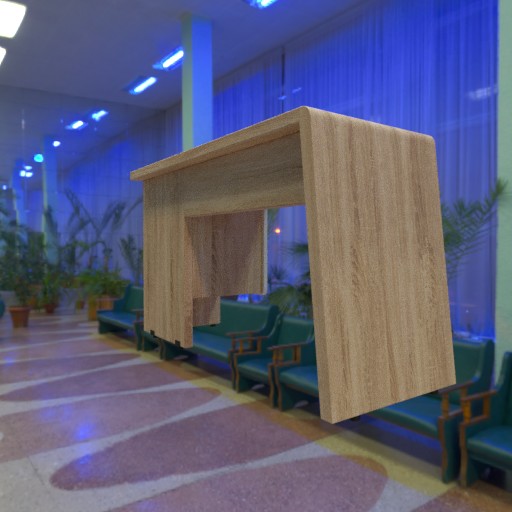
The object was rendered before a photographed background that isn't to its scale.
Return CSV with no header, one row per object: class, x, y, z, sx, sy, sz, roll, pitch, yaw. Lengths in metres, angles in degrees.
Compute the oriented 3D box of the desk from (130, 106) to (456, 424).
desk,0.000,0.000,1.659,0.500,0.750,1.300,-1,2,-35
